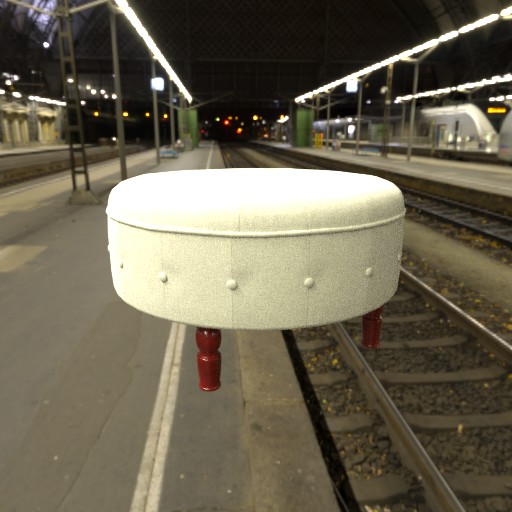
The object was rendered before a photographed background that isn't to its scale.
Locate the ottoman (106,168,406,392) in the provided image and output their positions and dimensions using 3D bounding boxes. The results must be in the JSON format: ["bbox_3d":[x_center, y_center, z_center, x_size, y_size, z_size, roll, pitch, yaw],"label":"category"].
[{"bbox_3d":[0.000,0.000,1.363,0.850,0.483,0.850,0,15,0],"label":"ottoman"}]
